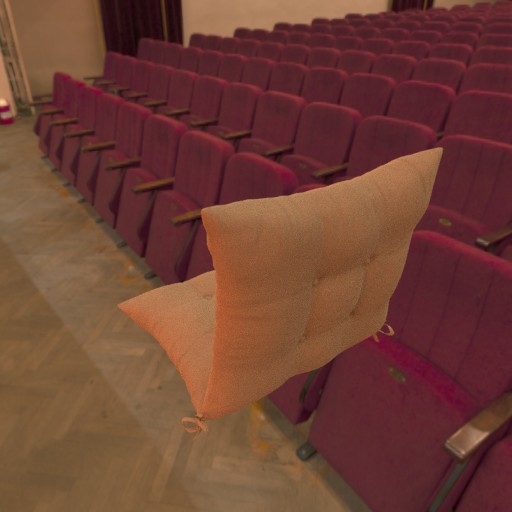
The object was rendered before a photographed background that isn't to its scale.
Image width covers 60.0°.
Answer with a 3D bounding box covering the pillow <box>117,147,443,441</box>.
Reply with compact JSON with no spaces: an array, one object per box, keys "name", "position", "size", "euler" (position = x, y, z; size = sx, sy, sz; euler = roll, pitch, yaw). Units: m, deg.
[{"name":"pillow","position":[0.000,0.000,0.997],"size":[0.541,0.536,0.585],"euler":[-19,35,-29]}]
